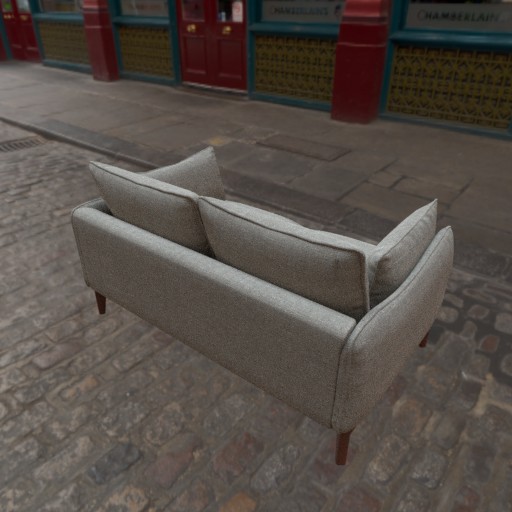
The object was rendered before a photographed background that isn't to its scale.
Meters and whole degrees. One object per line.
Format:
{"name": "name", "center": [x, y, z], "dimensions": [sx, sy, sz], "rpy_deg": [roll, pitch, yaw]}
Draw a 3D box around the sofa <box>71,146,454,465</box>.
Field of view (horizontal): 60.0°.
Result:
{"name": "sofa", "center": [0.000, 0.000, 2.098], "dimensions": [1.580, 0.851, 0.972], "rpy_deg": [21, 36, 33]}
